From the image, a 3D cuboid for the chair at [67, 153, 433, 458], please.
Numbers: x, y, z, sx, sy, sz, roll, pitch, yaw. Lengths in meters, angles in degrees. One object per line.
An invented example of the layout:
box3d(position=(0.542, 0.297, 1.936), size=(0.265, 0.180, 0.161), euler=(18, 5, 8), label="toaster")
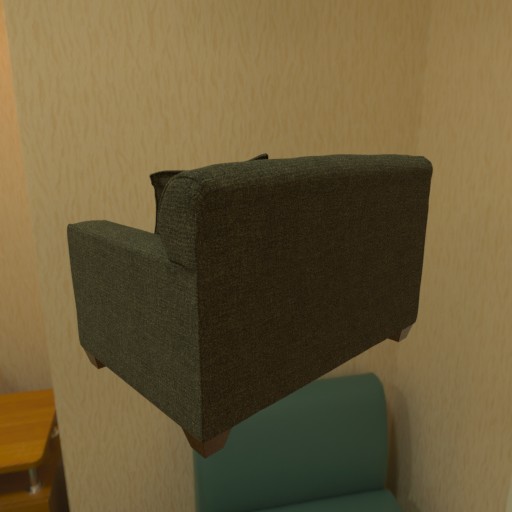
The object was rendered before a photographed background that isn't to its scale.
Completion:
box3d(position=(0.000, 0.000, 2.054), size=(1.383, 0.948, 1.000), euler=(-14, 20, -42), label="chair")
